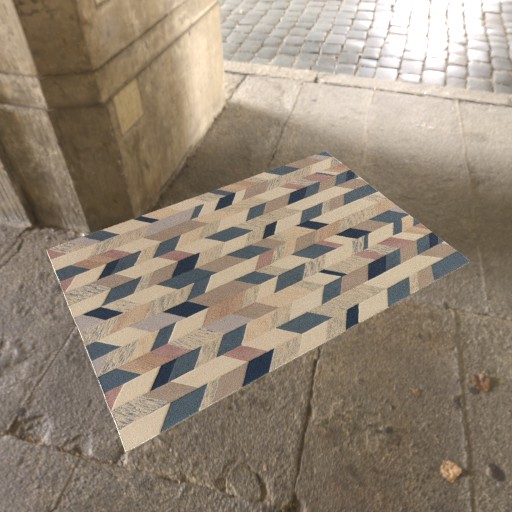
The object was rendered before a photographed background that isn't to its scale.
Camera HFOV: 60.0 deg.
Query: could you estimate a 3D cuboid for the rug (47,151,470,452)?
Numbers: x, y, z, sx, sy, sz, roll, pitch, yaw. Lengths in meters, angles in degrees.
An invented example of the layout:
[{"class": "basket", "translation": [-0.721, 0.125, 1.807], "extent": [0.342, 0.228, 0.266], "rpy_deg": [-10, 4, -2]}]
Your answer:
[{"class": "rug", "translation": [0.000, 0.000, 2.265], "extent": [1.813, 0.006, 1.202], "rpy_deg": [-23, 50, -21]}]
